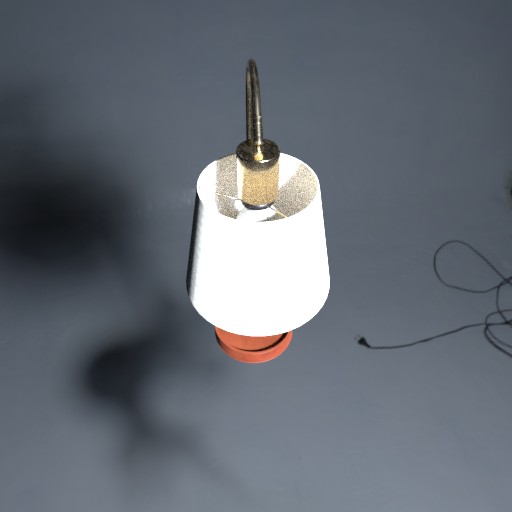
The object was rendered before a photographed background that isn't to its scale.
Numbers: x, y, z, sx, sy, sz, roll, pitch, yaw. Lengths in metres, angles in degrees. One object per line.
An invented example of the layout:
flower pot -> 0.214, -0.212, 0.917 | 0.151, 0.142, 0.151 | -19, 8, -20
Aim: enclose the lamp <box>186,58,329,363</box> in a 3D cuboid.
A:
lamp -> 0.000, 0.000, 0.669 | 0.211, 0.536, 0.273 | -3, 45, -3
